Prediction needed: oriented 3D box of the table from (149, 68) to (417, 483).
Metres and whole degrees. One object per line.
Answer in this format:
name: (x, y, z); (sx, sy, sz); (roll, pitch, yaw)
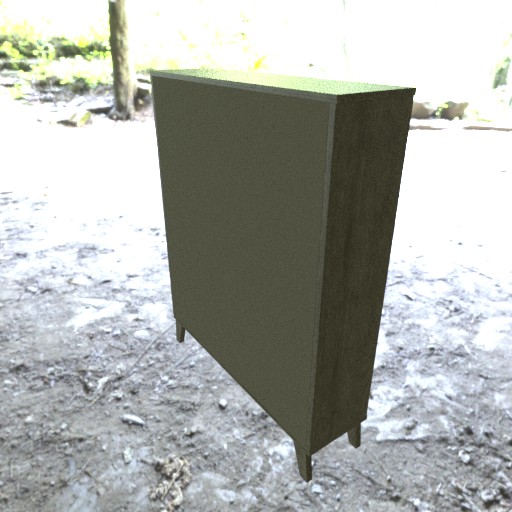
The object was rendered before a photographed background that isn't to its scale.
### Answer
table: (0.000, 0.000, 1.512); (0.256, 1.135, 0.902); (-18, 31, -32)
